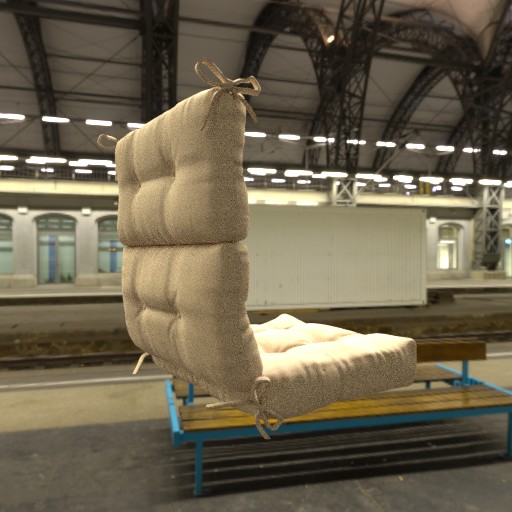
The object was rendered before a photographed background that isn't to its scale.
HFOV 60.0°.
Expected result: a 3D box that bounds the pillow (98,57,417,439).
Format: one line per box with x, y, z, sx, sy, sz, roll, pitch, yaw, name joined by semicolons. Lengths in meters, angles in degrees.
0.000;0.000;1.012;0.571;0.605;0.519;0;0;-36;pillow
